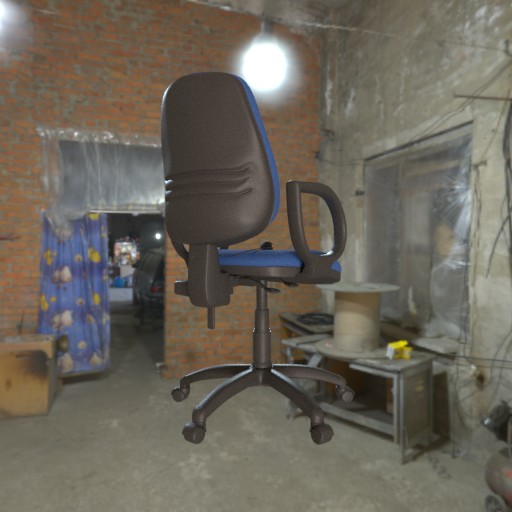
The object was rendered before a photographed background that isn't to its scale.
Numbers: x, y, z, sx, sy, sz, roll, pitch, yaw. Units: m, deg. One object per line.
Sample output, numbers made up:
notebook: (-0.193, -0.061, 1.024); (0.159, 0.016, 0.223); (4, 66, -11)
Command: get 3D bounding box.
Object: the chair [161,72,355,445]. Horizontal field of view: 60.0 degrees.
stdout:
chair: (0.000, 0.000, 1.274); (0.552, 0.905, 0.549); (1, 1, 37)
